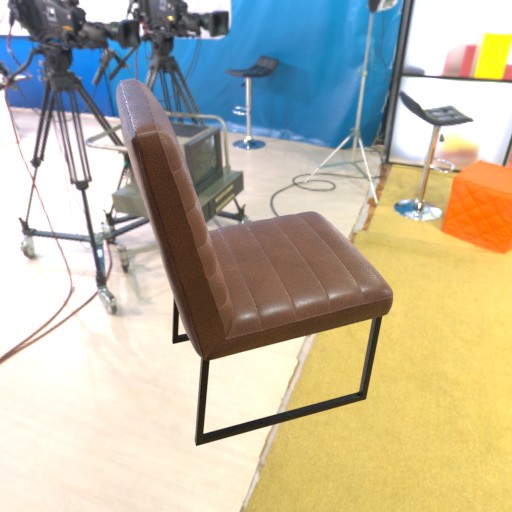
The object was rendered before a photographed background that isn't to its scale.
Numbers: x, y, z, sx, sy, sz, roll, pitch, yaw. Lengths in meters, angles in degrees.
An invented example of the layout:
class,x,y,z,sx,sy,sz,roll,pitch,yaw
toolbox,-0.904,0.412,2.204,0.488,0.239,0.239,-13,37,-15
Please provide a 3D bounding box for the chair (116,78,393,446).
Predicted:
class,x,y,z,sx,sy,sz,roll,pitch,yaw
chair,0.000,0.000,1.289,0.634,0.930,0.520,-10,34,-15
